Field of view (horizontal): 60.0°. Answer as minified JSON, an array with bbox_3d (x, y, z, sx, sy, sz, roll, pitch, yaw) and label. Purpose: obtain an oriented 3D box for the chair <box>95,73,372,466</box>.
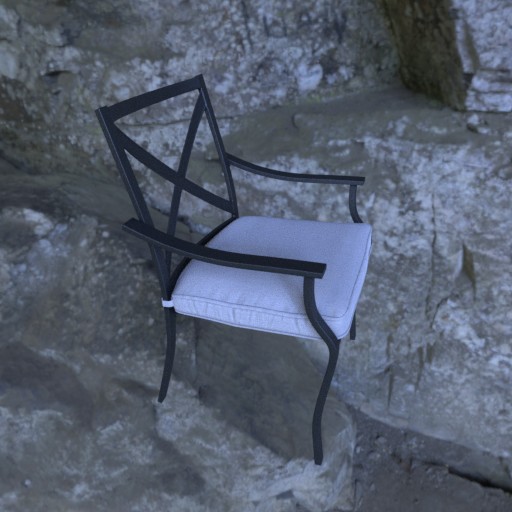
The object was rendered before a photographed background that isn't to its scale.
[{"bbox_3d":[0.000,0.000,1.279,0.620,0.889,0.575,11,33,17],"label":"chair"}]
